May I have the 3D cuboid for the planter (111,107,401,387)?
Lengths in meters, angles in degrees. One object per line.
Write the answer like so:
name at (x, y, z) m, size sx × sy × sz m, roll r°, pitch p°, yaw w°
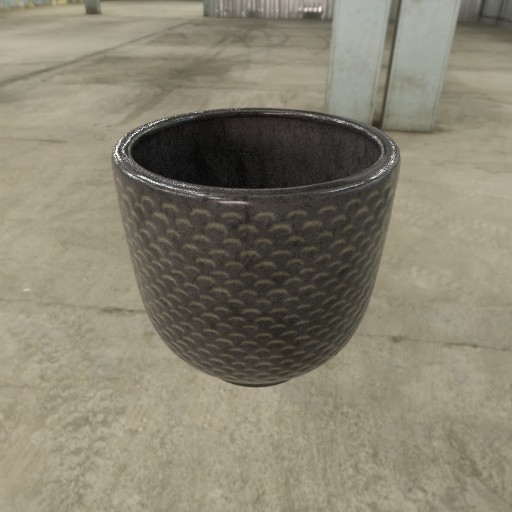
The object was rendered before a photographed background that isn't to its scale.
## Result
planter at (0.000, 0.000, 0.358) m, size 0.197 × 0.191 × 0.197 m, roll 0°, pitch 32°, yaw 0°
